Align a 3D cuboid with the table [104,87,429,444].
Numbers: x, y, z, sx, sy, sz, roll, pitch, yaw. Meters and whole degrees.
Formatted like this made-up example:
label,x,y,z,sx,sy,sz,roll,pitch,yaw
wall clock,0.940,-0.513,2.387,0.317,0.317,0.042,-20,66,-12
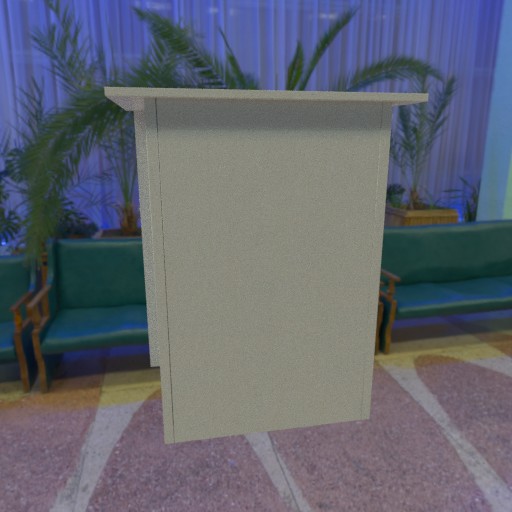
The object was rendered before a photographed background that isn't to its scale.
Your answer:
label,x,y,z,sx,sy,sz,roll,pitch,yaw
table,0.000,0.000,1.069,0.589,0.711,0.406,-3,15,-11
